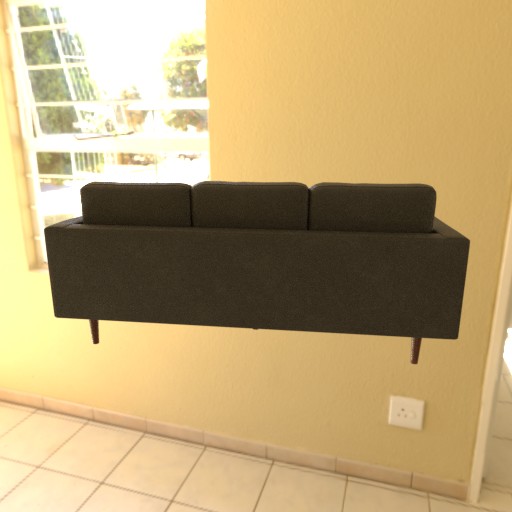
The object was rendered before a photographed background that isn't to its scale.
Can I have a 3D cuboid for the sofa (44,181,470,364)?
[{"bbox_3d":[0.000,0.000,2.559,2.029,0.899,0.879,2,15,7],"label":"sofa"}]
